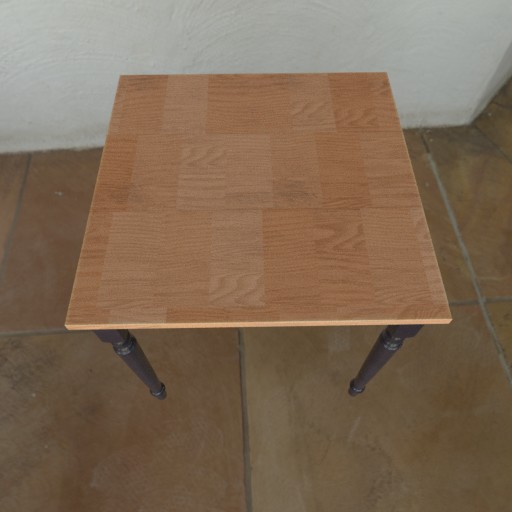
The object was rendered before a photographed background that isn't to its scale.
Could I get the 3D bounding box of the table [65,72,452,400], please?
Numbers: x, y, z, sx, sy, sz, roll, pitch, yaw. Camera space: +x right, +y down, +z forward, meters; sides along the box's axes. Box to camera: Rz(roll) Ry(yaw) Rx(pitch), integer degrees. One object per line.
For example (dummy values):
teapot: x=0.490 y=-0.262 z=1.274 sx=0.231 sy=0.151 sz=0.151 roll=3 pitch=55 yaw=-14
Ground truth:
table: x=0.000 y=0.000 z=1.360 sx=0.747 sy=0.738 sz=0.747 roll=-1 pitch=59 yaw=-1
